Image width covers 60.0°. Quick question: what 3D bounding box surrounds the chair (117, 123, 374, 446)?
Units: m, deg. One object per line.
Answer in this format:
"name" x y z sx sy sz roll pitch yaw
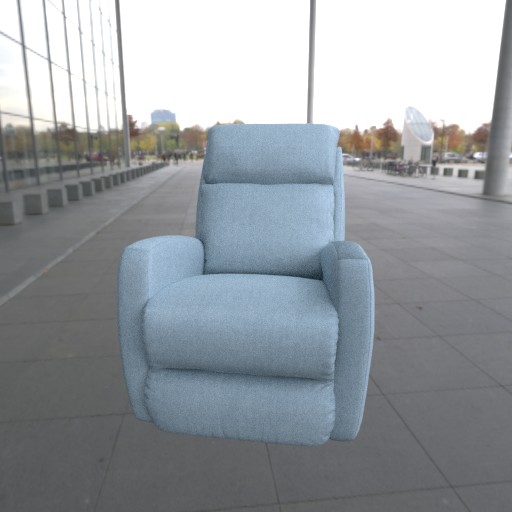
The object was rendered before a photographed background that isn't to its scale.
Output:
"chair" 0.000 0.000 1.688 0.812 1.013 0.940 2 13 8
